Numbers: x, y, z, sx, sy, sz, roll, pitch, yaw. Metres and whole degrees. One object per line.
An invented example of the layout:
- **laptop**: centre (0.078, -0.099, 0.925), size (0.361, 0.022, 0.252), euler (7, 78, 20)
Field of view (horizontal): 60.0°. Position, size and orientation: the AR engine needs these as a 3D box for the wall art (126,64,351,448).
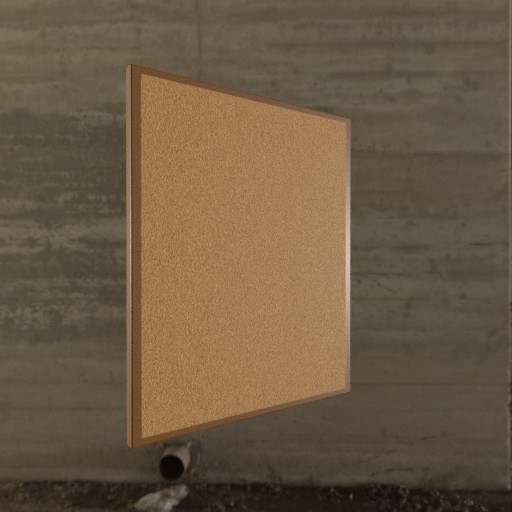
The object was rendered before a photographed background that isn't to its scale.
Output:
- **wall art**: centre (0.000, 0.000, 0.768), size (0.449, 0.550, 0.021), euler (0, 0, -35)
